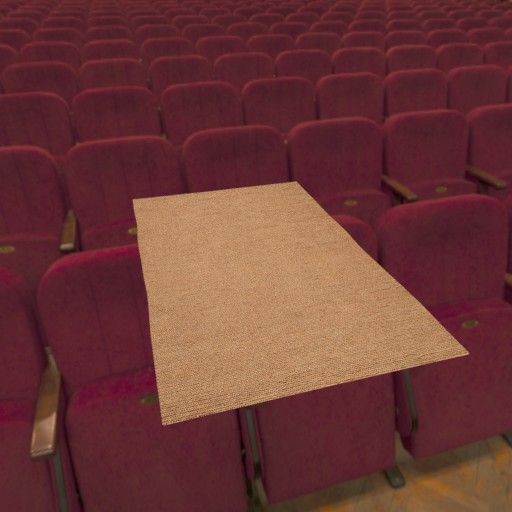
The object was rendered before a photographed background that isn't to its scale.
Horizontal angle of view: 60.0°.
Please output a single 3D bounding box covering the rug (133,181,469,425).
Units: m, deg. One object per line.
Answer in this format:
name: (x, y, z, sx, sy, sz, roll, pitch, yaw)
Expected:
rug: (0.000, 0.000, 3.045, 1.533, 0.011, 2.439, -9, 32, -14)
